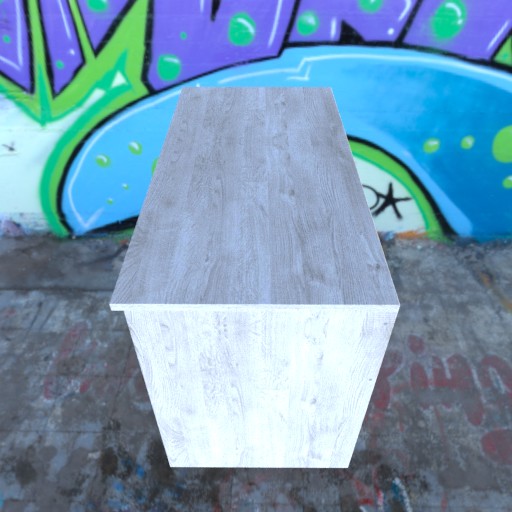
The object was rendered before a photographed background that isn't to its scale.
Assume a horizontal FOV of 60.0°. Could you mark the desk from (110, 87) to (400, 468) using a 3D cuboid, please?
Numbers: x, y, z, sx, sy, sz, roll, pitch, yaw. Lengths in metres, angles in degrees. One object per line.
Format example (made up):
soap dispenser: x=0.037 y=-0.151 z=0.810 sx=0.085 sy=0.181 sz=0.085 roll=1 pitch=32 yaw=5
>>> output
desk: x=0.000 y=0.000 z=1.505 sx=0.560 sy=0.730 sz=1.100 roll=0 pitch=42 yaw=0
